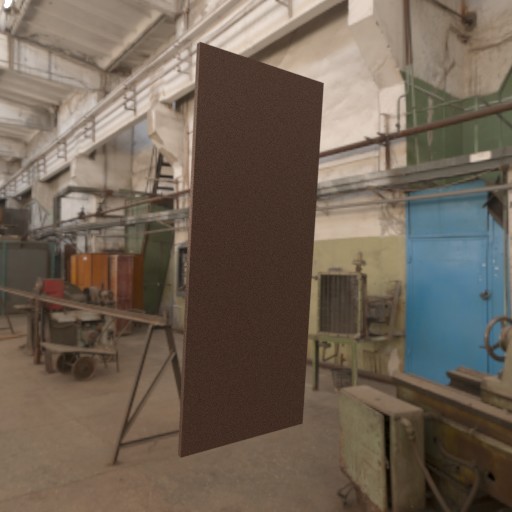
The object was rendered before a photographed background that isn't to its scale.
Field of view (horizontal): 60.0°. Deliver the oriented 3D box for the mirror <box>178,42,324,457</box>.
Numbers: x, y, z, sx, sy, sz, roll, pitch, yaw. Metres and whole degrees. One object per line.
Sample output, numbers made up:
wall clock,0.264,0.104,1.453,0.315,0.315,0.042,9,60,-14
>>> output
mirror,0.000,0.000,2.404,0.812,2.020,0.221,1,-1,-36
